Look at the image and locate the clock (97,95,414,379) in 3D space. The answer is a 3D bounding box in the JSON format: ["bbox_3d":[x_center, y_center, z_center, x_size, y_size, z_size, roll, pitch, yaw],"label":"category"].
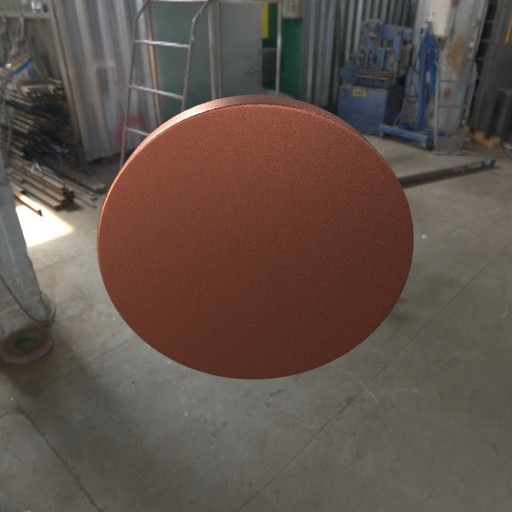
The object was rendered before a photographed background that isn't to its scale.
[{"bbox_3d":[0.000,0.000,0.461,0.313,0.313,0.040,-1,30,-1],"label":"clock"}]
